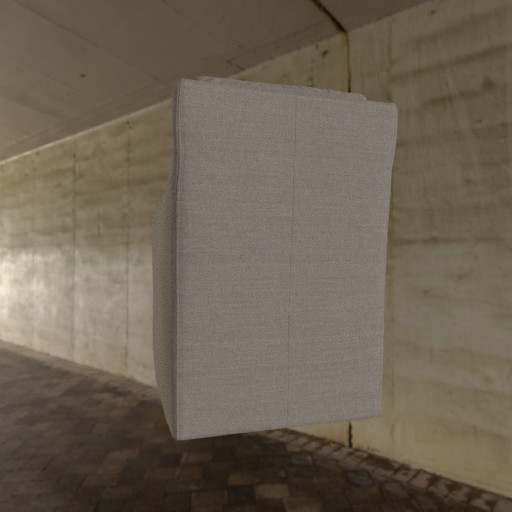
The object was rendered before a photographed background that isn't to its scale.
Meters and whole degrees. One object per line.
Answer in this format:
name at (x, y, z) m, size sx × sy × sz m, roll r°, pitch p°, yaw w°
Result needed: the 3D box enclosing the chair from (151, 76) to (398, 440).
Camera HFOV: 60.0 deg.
chair at (0.000, 0.000, 1.408) m, size 0.626 × 0.914 × 0.694 m, roll 0°, pitch -1°, yaw -17°
